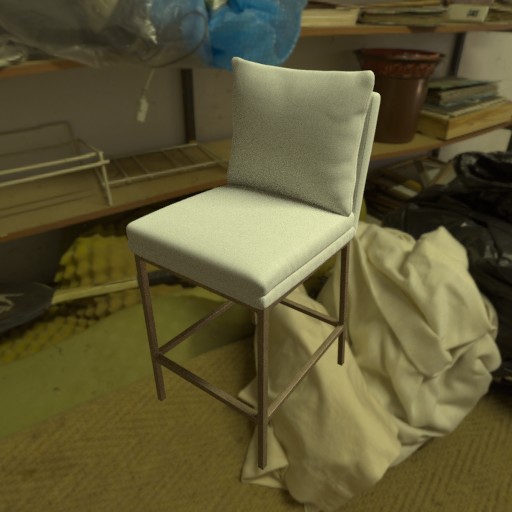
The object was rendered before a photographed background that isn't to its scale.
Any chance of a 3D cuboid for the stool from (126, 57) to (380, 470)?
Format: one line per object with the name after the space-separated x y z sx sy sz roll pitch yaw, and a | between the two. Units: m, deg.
0.000 0.000 1.325 0.463 1.032 0.572 21 36 31 | stool
